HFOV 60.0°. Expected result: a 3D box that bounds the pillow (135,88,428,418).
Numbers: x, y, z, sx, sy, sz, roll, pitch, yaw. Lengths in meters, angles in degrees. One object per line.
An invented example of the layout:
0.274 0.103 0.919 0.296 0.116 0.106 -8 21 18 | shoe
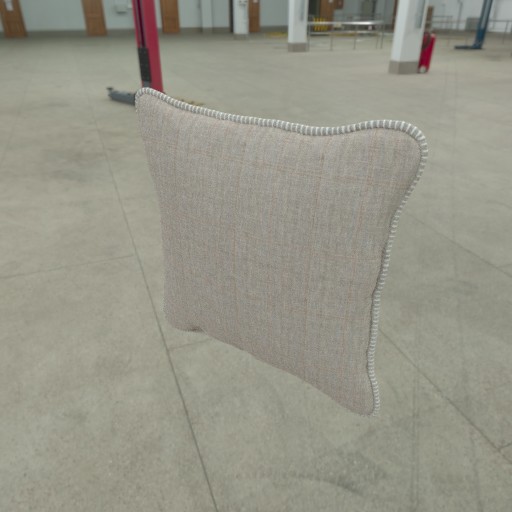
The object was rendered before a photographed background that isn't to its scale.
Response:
0.000 0.000 0.739 0.485 0.494 0.124 18 34 29 | pillow
